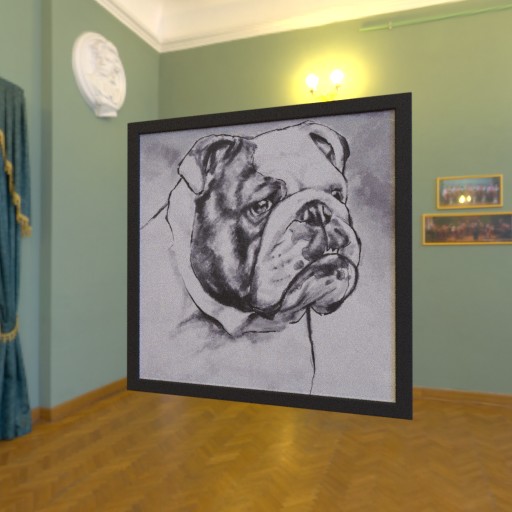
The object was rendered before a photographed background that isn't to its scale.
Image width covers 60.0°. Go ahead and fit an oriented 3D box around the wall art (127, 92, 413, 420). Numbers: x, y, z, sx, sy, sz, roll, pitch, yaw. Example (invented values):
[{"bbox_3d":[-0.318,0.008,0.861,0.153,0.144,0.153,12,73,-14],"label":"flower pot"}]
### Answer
[{"bbox_3d":[0.000,0.000,0.845,0.562,0.558,0.012,0,0,18],"label":"wall art"}]
